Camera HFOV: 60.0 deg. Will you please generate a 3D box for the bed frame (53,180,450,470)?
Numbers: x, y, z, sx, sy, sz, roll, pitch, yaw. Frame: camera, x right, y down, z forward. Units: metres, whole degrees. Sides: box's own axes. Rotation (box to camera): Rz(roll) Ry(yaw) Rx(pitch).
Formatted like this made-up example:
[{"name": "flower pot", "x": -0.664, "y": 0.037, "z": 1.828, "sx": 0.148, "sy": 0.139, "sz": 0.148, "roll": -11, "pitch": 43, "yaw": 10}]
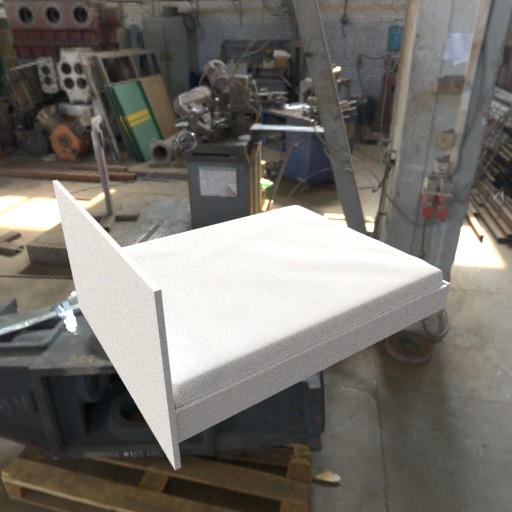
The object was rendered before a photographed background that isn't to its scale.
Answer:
[{"name": "bed frame", "x": 0.000, "y": 0.000, "z": 3.060, "sx": 2.100, "sy": 1.001, "sz": 1.711, "roll": -17, "pitch": 31, "yaw": -30}]
